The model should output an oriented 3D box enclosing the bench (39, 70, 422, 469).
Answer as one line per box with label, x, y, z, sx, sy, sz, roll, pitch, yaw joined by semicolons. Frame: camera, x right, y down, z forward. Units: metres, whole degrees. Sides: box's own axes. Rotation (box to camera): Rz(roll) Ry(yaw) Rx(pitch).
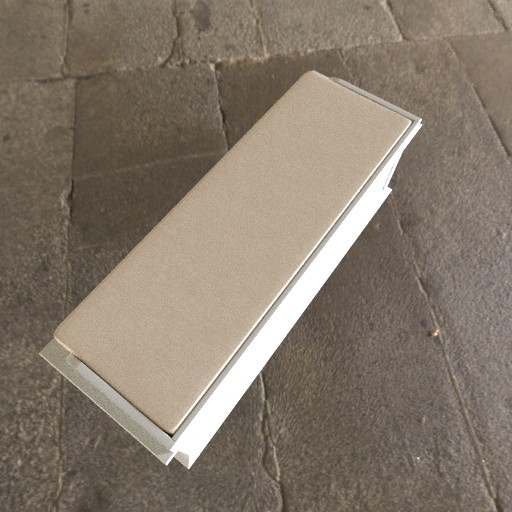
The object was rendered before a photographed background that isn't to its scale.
bench;0.000;0.000;1.382;0.402;0.486;1.185;33;68;16
